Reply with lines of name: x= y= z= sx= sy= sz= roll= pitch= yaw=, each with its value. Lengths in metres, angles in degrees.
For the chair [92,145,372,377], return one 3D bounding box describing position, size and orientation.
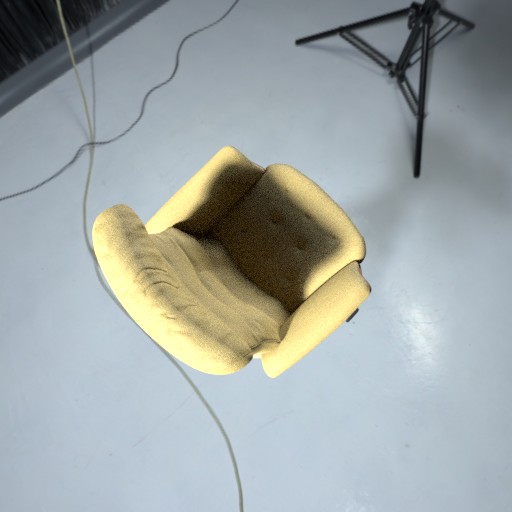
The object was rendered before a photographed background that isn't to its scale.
chair: x=0.000 y=0.000 z=1.599 sx=0.837 sy=0.995 sz=0.785 roll=-41 pitch=78 yaw=-10
